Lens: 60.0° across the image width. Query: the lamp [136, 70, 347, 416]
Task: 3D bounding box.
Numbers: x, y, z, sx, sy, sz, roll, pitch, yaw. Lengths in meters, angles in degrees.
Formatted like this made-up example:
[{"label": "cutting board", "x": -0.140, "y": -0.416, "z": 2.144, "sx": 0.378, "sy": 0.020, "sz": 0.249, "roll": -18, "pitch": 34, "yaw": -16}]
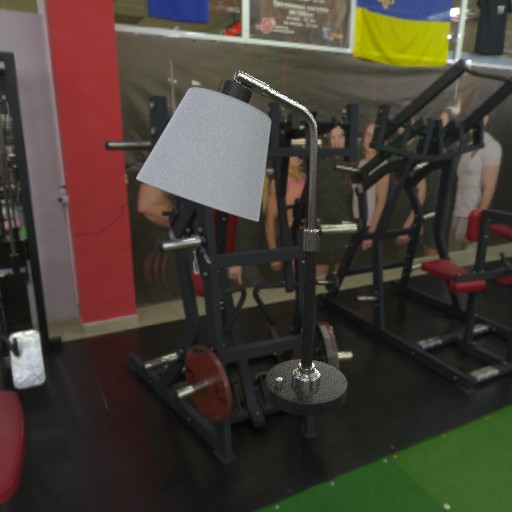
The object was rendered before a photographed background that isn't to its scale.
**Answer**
[{"label": "lamp", "x": 0.000, "y": 0.000, "z": 0.695, "sx": 0.348, "sy": 0.539, "sz": 0.181, "roll": -7, "pitch": 18, "yaw": -24}]
